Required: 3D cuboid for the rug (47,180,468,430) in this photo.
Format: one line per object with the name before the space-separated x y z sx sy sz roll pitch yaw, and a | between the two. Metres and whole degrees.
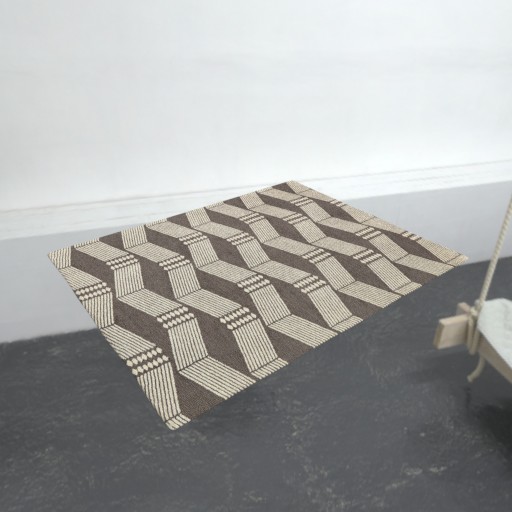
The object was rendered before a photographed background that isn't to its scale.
rug | 0.000 0.000 4.082 3.048 0.016 2.438 -21 37 -31
